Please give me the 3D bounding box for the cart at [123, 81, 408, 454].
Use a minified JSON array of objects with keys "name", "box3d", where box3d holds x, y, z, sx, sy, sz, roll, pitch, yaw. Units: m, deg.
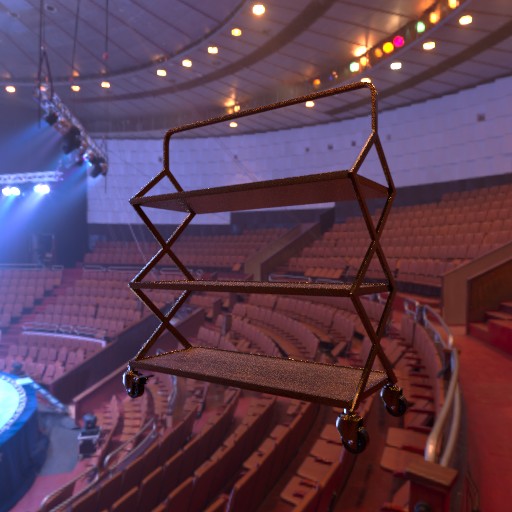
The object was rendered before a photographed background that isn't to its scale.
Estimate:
[{"name":"cart","box3d":[0.000,0.000,1.200,0.723,0.805,0.313,-1,-2,35]}]
